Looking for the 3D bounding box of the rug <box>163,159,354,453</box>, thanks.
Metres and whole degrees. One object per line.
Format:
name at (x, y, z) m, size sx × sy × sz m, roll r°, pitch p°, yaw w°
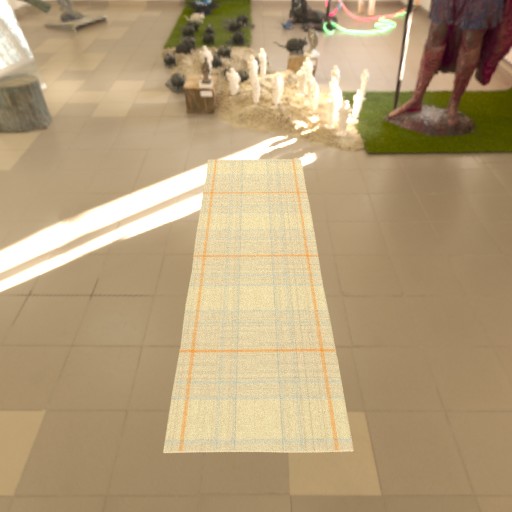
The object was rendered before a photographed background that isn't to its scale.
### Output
rug at (0.000, 0.000, 2.714) m, size 0.770 × 0.016 × 2.442 m, roll 0°, pitch 40°, yaw 0°
